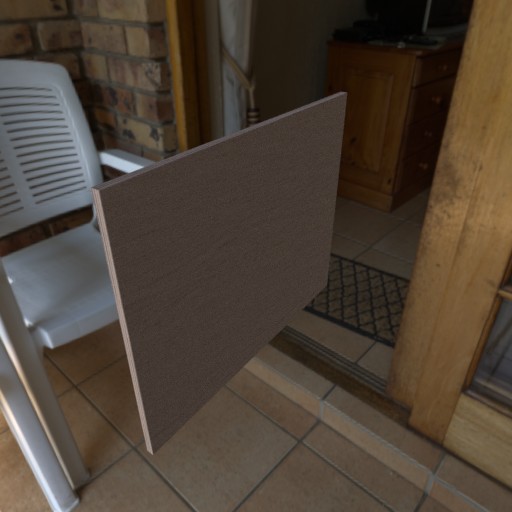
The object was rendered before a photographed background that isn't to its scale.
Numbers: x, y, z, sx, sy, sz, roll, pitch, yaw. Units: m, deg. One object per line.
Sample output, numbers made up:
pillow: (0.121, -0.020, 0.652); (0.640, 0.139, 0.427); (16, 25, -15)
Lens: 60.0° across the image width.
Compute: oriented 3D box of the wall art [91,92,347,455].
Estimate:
wall art: (0.000, 0.000, 0.696); (0.013, 0.406, 0.508); (22, 38, 30)
